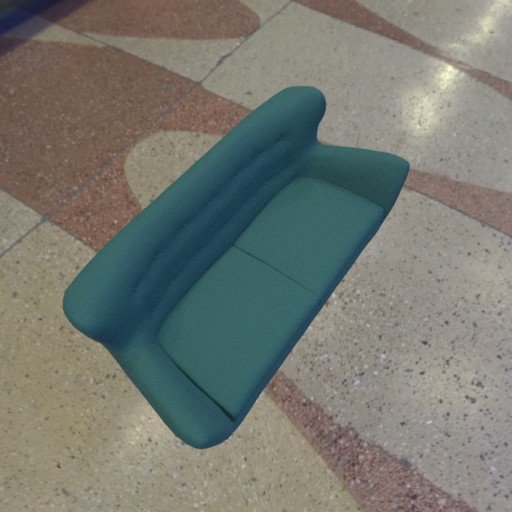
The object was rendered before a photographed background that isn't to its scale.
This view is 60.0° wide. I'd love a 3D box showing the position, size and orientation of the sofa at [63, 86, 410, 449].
[{"bbox_3d":[0.000,0.000,2.431,0.889,0.890,1.930,31,62,19],"label":"sofa"}]
